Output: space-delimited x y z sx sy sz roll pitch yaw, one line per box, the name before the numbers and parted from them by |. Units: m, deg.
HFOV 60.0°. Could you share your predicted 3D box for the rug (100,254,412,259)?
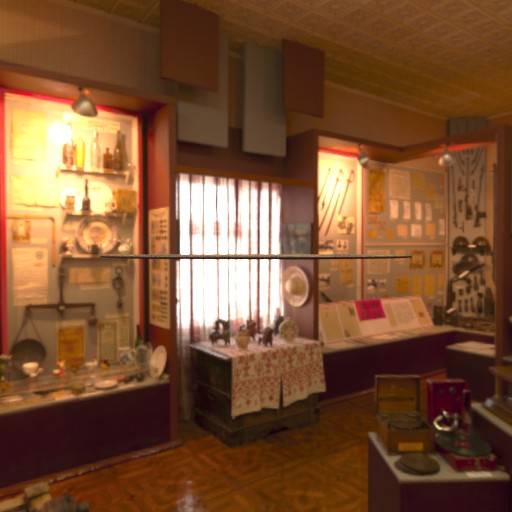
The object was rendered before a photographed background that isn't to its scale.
rug | 0.000 0.000 2.396 1.591 0.010 1.591 0 1 0
